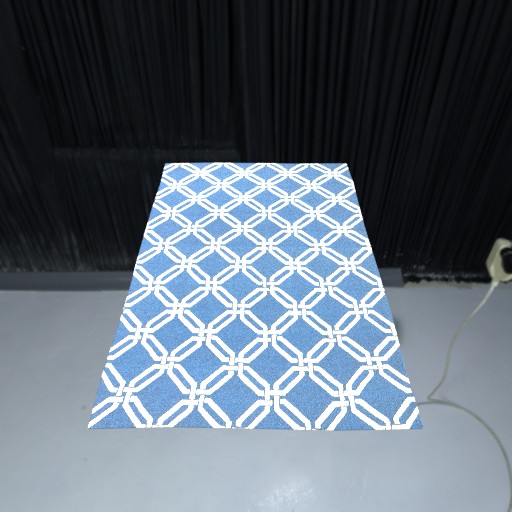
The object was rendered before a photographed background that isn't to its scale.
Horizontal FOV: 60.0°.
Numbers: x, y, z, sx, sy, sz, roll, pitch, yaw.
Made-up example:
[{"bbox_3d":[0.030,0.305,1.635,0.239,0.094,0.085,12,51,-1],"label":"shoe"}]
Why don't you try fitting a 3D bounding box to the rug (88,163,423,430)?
[{"bbox_3d":[0.000,0.000,2.150,1.153,0.010,1.755,0,42,0],"label":"rug"}]
